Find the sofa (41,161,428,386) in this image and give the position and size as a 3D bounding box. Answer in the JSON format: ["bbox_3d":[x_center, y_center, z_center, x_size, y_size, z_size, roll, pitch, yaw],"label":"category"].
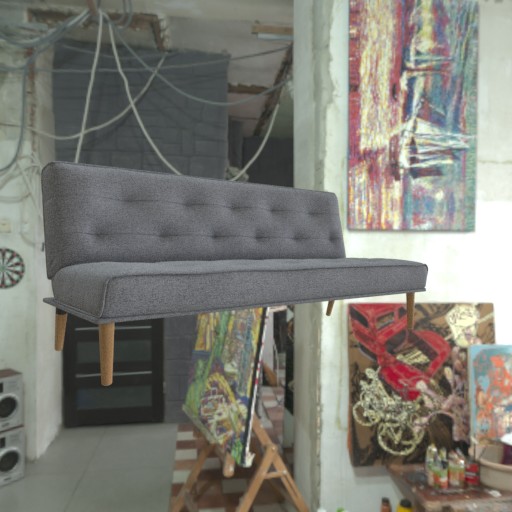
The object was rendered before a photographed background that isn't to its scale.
[{"bbox_3d":[0.000,0.000,2.218,1.820,0.830,0.810,-1,1,-37],"label":"sofa"}]
